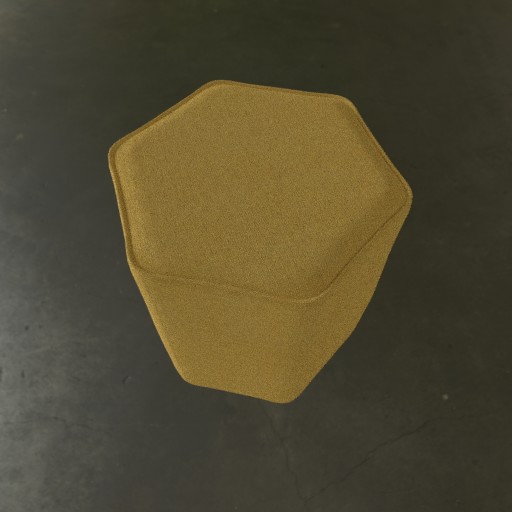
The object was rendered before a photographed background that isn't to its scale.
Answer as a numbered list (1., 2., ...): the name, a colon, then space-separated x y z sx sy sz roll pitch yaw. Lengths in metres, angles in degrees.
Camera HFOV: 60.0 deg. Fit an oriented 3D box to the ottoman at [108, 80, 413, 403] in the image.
1. ottoman: 0.000 0.000 0.894 0.443 0.502 0.494 -15 58 -10
